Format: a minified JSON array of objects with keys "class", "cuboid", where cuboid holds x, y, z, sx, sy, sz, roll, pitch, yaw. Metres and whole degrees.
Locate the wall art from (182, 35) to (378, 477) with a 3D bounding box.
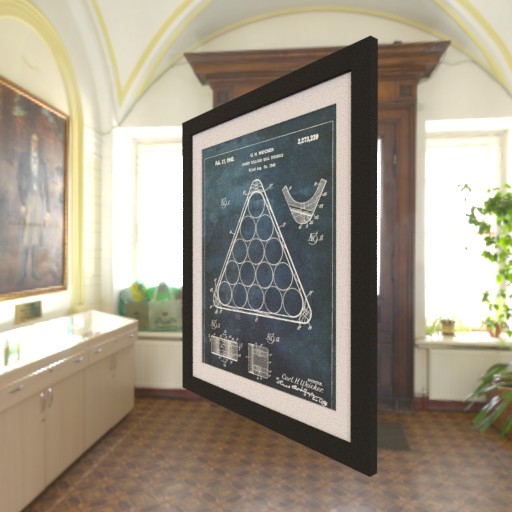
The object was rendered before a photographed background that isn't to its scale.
[{"class":"wall art","cuboid":[0.000,0.000,0.487,0.010,0.361,0.311,0,0,-39]}]
